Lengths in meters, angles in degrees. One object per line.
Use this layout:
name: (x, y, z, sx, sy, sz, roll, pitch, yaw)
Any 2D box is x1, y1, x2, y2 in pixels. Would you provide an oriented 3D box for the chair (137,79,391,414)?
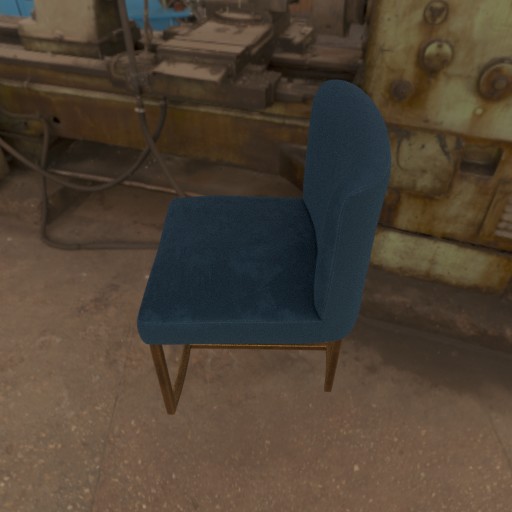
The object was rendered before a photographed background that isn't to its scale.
chair: (0.000, 0.000, 1.217, 0.560, 0.824, 0.530, 1, 42, 1)
